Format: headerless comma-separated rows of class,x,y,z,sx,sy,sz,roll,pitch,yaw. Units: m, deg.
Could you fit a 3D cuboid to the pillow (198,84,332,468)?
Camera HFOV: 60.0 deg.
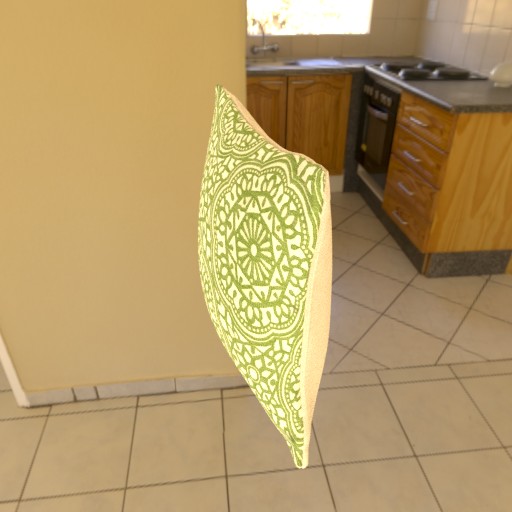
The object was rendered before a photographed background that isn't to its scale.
pillow,0.000,0.000,0.665,0.162,0.419,0.440,-9,32,-14
